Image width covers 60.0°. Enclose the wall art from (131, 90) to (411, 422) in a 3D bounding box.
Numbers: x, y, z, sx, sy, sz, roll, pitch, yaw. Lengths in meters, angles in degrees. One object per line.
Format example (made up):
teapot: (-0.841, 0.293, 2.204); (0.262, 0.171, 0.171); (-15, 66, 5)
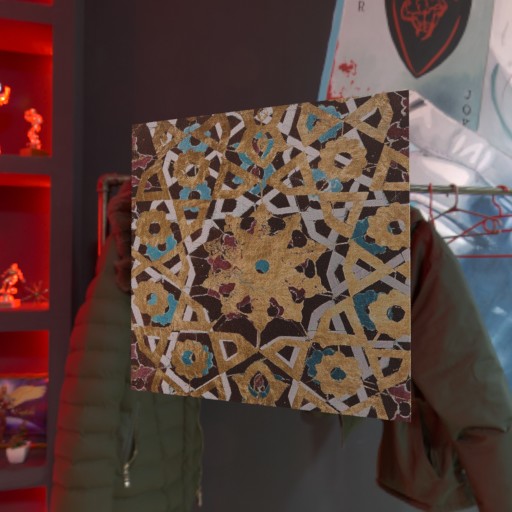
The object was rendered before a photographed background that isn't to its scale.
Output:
wall art: (0.000, 0.000, 0.615); (0.404, 0.406, 0.010); (0, -1, 20)
